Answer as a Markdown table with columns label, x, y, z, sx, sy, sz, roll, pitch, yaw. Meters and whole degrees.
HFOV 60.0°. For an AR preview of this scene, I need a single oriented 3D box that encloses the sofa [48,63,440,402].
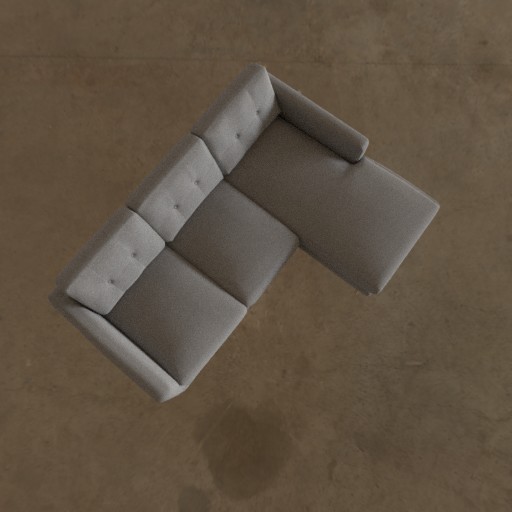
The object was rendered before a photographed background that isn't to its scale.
| label | x | y | z | sx | sy | sz | roll | pitch | yaw |
| --- | --- | --- | --- | --- | --- | --- | --- | --- | --- |
| sofa | 0.000 | 0.000 | 2.829 | 1.530 | 0.860 | 2.040 | 37 | 78 | 9 |
